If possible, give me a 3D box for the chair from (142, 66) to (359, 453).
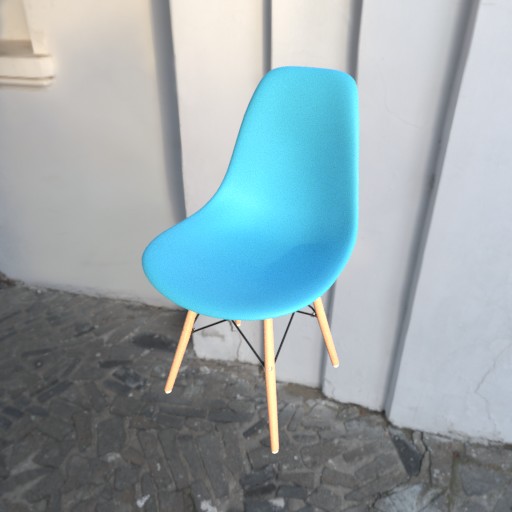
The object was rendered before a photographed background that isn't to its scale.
[{"bbox_3d":[0.000,0.000,1.118,0.470,0.826,0.531,18,35,28],"label":"chair"}]
